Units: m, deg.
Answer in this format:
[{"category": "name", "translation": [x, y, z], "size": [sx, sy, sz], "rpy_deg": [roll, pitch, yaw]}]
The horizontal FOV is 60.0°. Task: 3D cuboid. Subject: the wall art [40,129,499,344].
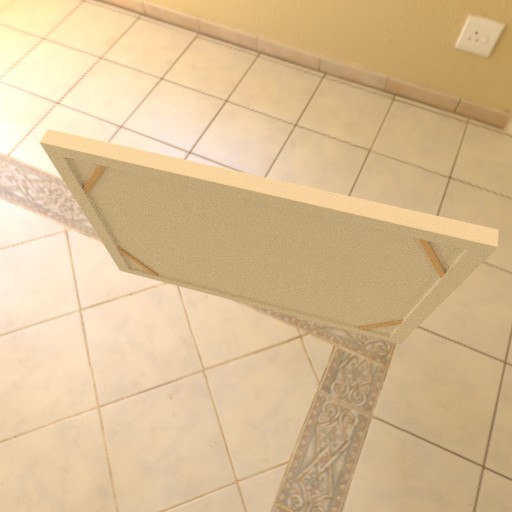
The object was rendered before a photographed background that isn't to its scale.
[{"category": "wall art", "translation": [0.000, 0.000, 1.132], "size": [0.914, 0.609, 0.038], "rpy_deg": [14, 63, 7]}]
